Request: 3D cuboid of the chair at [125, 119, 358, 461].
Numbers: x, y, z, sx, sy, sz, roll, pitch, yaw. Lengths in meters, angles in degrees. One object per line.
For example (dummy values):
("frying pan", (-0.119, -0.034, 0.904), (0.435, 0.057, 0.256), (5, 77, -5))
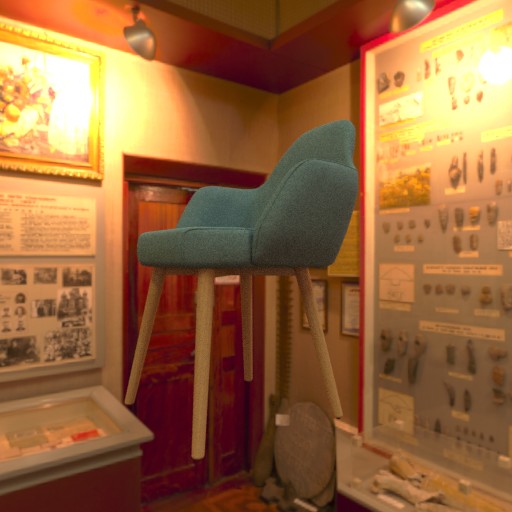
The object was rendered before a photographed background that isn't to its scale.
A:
("chair", (0.000, 0.000, 1.368), (0.666, 0.920, 0.589), (0, 0, -35))
